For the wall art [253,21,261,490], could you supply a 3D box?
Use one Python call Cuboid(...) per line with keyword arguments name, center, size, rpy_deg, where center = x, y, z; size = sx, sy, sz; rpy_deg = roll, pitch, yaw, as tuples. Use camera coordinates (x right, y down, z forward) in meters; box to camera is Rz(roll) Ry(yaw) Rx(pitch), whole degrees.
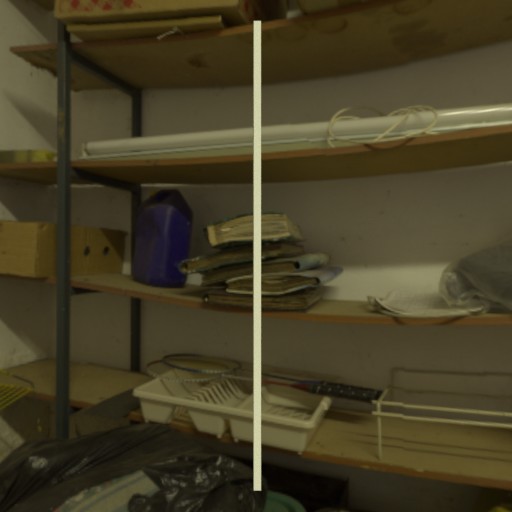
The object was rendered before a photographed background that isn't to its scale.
Cuboid(name="wall art", center=(0.000, 0.000, 1.241), size=(0.015, 0.965, 0.660), rpy_deg=(0, 0, 0))
